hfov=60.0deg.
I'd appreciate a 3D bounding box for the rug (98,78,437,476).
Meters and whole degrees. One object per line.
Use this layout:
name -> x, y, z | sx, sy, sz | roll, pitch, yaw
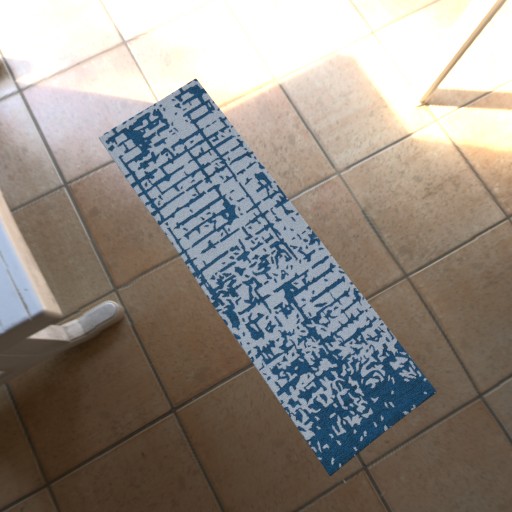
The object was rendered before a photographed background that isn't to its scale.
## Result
rug -> 0.000, 0.000, 2.649 | 0.750, 0.011, 2.435 | -34, 79, -8
